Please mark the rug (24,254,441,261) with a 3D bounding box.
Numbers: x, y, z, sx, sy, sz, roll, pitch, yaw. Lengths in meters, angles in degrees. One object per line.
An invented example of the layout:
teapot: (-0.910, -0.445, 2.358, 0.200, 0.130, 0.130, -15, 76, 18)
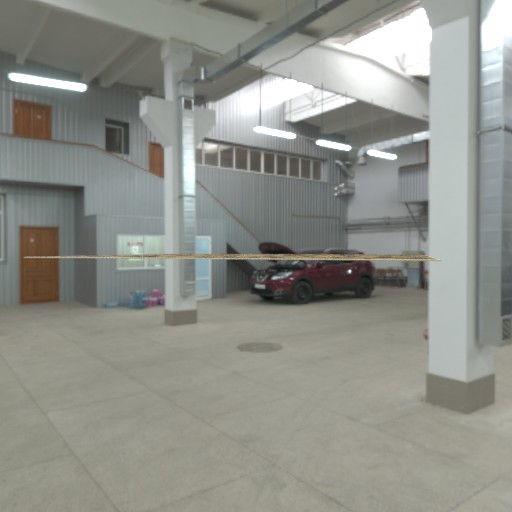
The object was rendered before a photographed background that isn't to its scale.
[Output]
rug: (0.000, 0.000, 4.060, 2.977, 0.008, 2.380, 0, 1, 18)
